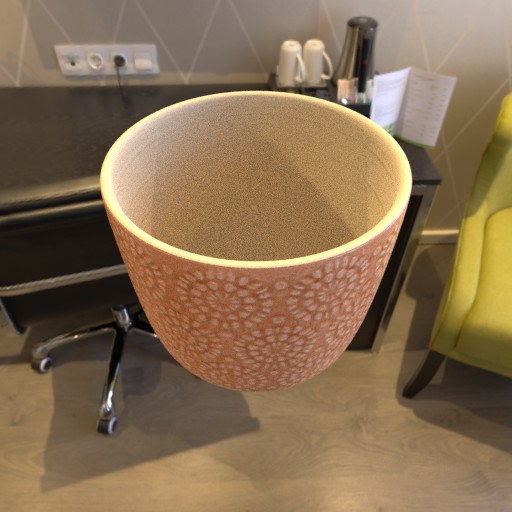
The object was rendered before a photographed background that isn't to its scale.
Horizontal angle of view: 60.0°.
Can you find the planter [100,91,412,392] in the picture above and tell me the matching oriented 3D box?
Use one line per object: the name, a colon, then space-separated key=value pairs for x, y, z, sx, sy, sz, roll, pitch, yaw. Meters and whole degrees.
planter: x=0.000 y=0.000 z=0.369 sx=0.208 sy=0.190 sz=0.208 roll=0 pitch=45 yaw=0
